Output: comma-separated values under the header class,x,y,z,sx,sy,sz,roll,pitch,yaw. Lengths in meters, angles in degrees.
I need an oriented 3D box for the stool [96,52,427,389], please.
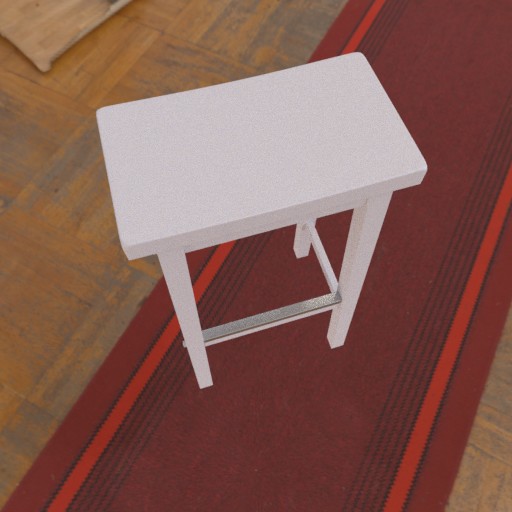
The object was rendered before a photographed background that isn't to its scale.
class,x,y,z,sx,sy,sz,roll,pitch,yaw
stool,0.000,0.000,0.935,0.406,0.742,0.322,-15,65,-7
